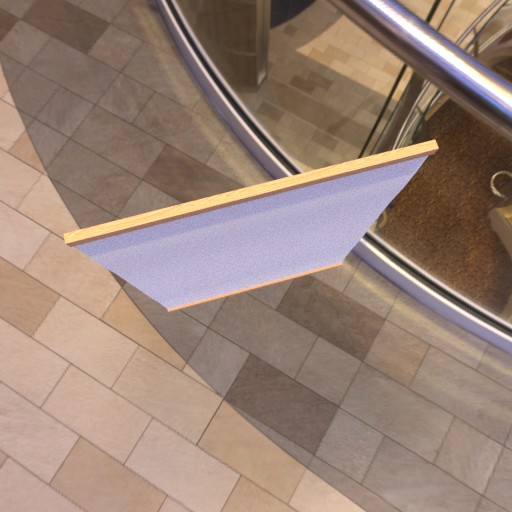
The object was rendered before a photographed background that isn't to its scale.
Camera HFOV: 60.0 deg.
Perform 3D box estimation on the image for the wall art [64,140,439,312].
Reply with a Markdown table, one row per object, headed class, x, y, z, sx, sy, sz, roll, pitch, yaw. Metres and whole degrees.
| class | x | y | z | sx | sy | sz | roll | pitch | yaw |
| --- | --- | --- | --- | --- | --- | --- | --- | --- | --- |
| wall art | 0.000 | 0.000 | 1.340 | 0.739 | 1.016 | 0.020 | -15 | 76 | -4 |
